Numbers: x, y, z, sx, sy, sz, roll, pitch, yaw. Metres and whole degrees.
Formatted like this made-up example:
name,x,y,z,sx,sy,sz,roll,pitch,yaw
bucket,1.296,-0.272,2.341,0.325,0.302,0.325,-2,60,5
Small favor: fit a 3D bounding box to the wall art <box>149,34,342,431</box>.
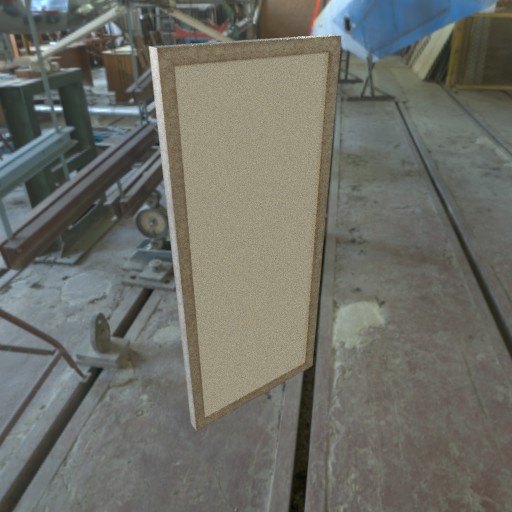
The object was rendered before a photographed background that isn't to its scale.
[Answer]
name,x,y,z,sx,sy,sz,roll,pitch,yaw
wall art,0.000,0.000,1.664,0.648,1.461,0.051,-20,36,-30
